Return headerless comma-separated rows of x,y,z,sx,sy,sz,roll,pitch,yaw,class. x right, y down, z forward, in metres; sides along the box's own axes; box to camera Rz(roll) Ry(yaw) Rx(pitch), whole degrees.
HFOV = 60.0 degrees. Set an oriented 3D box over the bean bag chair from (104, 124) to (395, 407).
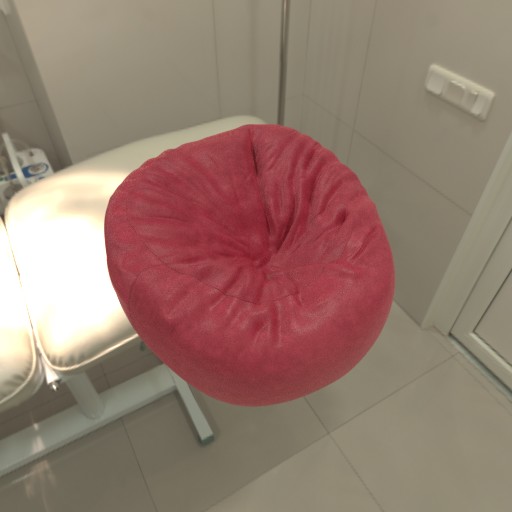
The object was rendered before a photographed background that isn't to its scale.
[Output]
0.000,0.000,2.467,1.524,0.878,1.524,-23,51,-20,bean bag chair
